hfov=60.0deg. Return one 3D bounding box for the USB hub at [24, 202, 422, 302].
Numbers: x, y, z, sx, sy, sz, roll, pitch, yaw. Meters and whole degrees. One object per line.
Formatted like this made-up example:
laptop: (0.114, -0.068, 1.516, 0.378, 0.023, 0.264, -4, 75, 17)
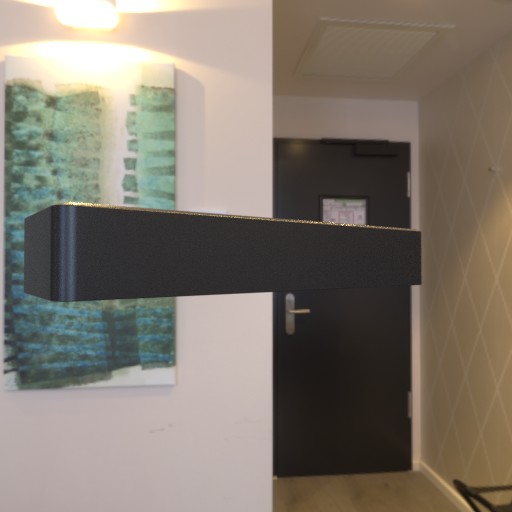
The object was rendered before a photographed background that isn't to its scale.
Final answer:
USB hub: (0.000, 0.000, 0.160, 0.145, 0.023, 0.044, 1, -1, -37)
